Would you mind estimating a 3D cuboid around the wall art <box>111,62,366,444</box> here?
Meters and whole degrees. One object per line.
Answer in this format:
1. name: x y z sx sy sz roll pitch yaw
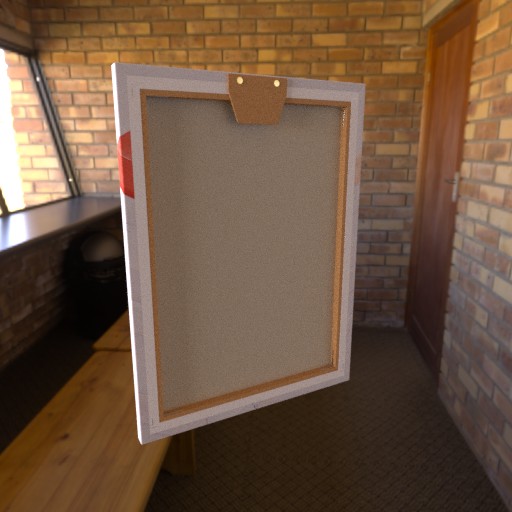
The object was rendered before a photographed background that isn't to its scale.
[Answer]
1. wall art: 0.000 0.000 1.329 0.759 1.014 0.045 -7 16 -28
